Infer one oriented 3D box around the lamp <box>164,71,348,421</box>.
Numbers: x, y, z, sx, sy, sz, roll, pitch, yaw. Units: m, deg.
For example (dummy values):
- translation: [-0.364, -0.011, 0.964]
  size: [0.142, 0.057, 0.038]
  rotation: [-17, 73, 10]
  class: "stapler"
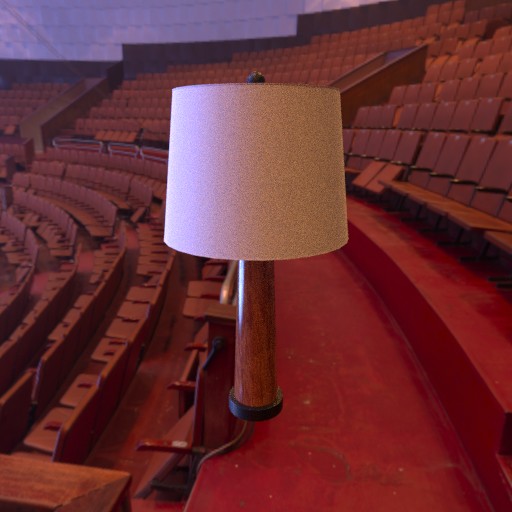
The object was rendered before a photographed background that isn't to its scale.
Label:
- translation: [0.000, 0.000, 0.864]
  size: [0.349, 0.667, 0.349]
  rotation: [0, 16, 0]
  class: "lamp"
